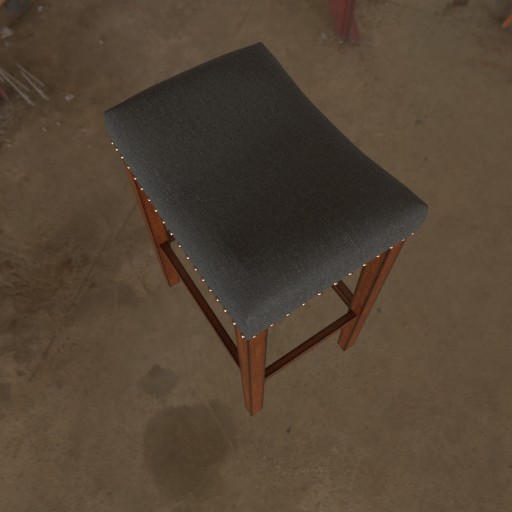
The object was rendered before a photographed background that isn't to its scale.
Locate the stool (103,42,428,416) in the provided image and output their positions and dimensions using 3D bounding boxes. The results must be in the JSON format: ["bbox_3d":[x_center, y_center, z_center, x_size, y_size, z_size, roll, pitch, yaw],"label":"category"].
[{"bbox_3d":[0.000,0.000,1.046,0.366,0.748,0.502,-31,67,-15],"label":"stool"}]
